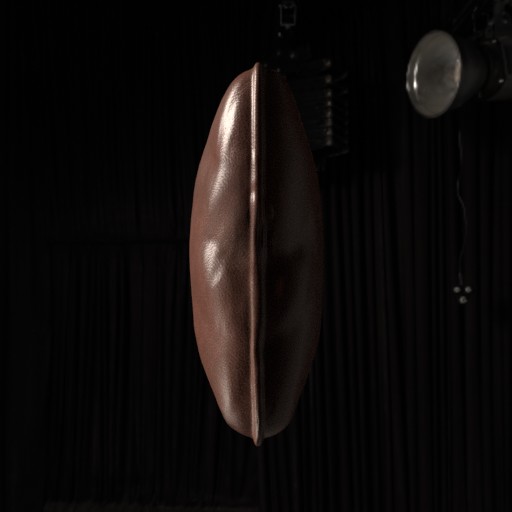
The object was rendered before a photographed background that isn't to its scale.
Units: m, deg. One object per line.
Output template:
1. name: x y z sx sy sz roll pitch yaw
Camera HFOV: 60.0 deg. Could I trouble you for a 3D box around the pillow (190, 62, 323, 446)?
1. pillow: 0.000 0.000 0.824 0.236 0.523 0.532 0 0 1
